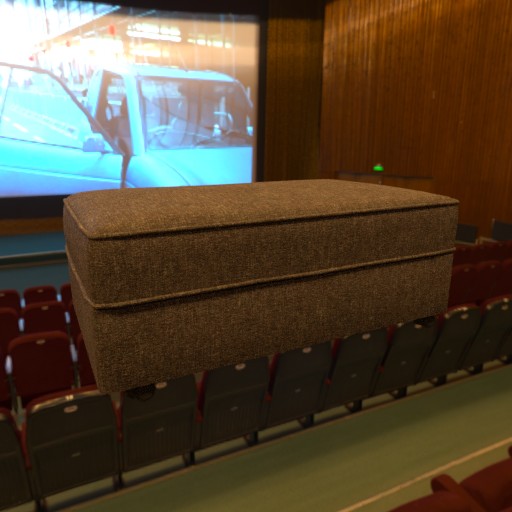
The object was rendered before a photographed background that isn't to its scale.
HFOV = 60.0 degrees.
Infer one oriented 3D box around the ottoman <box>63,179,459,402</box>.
[{"bbox_3d":[0.000,0.000,1.540,1.184,0.487,0.717,-7,17,-26],"label":"ottoman"}]
